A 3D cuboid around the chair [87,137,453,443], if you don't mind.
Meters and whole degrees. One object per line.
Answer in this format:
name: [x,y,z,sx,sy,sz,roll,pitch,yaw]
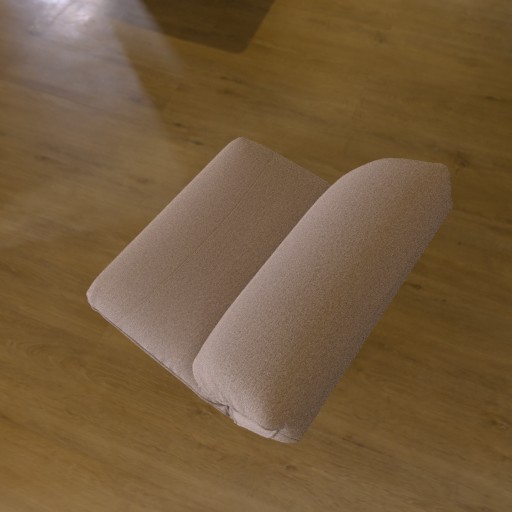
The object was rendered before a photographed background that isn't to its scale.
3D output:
chair: [0.000,0.000,1.332,0.780,0.580,0.820,34,69,15]
